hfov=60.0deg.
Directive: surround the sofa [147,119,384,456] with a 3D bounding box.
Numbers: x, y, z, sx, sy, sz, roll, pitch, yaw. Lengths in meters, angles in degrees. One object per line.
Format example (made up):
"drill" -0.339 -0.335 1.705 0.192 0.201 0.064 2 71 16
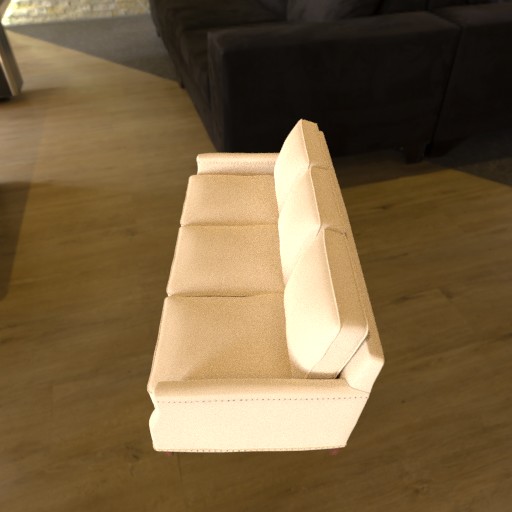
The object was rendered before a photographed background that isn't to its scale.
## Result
"sofa" 0.000 0.000 2.882 1.084 1.003 2.246 0 41 0
